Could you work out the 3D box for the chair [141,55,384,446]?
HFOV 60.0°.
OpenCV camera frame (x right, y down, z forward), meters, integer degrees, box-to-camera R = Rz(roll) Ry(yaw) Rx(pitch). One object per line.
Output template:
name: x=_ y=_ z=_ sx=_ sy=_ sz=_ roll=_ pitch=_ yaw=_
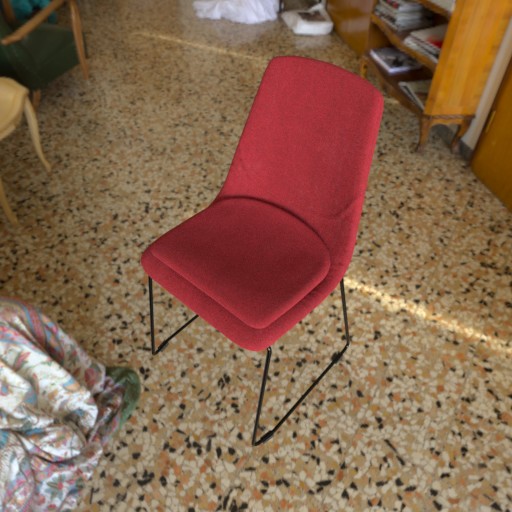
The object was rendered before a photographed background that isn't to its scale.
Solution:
chair: x=0.000 y=0.000 z=1.171 sx=0.479 sy=0.858 sz=0.518 roll=32 pitch=54 yaw=28
